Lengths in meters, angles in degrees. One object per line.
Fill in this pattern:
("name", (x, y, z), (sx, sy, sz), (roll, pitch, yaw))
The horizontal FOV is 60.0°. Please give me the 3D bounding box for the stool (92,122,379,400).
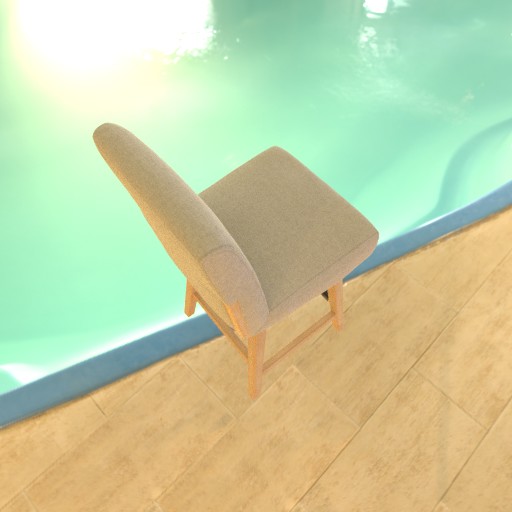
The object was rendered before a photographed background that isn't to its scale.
("stool", (0.000, 0.000, 1.440), (0.606, 1.085, 0.507), (-34, 63, -20))
